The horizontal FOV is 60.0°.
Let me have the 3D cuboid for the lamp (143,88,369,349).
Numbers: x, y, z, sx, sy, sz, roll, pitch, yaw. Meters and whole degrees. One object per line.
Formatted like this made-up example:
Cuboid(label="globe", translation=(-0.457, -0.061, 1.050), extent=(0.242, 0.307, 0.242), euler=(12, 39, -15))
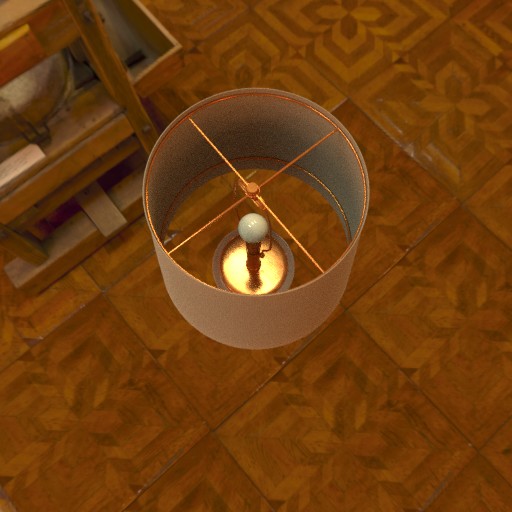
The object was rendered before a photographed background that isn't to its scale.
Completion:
Cuboid(label="lamp", translation=(0.000, 0.000, 0.455), extent=(0.189, 0.340, 0.189), euler=(0, 74, 0))
